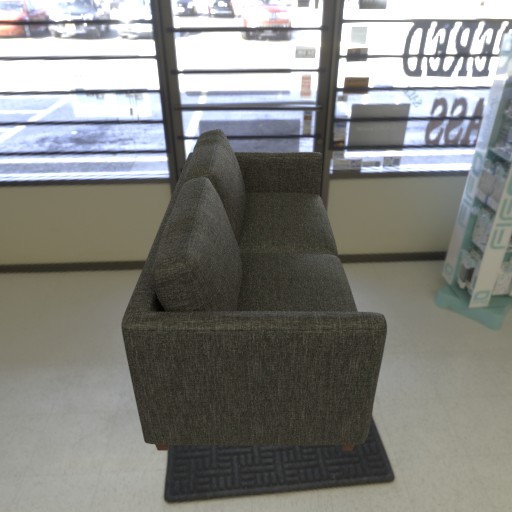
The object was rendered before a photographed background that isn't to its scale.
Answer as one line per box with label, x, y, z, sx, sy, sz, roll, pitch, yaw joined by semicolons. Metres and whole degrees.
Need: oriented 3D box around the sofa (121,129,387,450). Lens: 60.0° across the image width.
sofa;0.000;0.000;2.427;0.950;0.963;1.884;0;31;0
